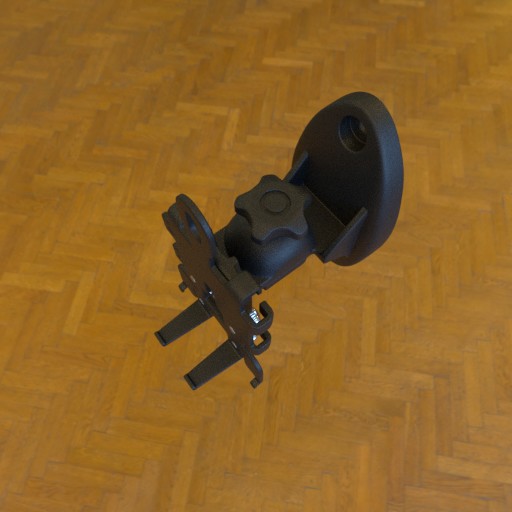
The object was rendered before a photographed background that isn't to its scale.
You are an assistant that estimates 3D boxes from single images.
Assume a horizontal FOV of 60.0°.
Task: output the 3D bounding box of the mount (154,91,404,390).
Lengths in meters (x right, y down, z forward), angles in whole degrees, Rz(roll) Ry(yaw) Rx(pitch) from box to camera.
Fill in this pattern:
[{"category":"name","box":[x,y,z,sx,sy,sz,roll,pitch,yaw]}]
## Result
[{"category":"mount","box":[0.000,0.000,0.178,0.100,0.118,0.066,-35,69,-16]}]
